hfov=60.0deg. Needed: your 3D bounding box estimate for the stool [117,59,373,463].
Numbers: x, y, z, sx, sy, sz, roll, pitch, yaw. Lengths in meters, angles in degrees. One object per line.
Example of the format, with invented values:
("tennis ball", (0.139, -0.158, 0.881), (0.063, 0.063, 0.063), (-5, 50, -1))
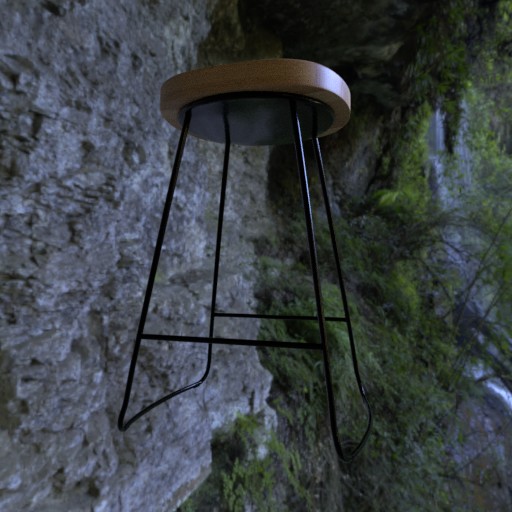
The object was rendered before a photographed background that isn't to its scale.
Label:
("stool", (0.000, 0.000, 0.945), (0.480, 0.679, 0.401), (0, -1, 18))
